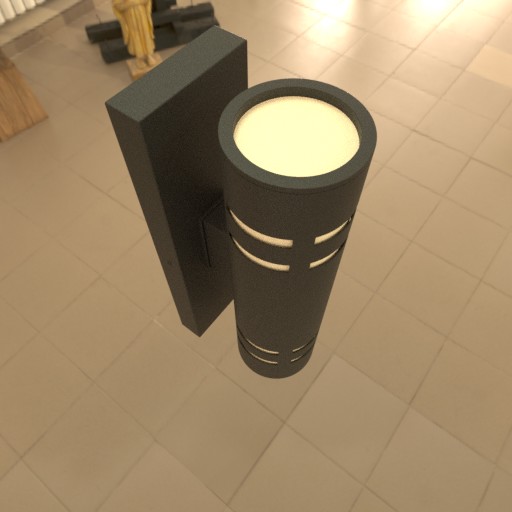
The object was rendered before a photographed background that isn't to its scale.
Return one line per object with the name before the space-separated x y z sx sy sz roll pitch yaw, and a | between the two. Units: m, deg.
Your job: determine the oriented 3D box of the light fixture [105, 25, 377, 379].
light fixture | 0.000 0.000 0.402 0.149 0.330 0.105 33 63 19
